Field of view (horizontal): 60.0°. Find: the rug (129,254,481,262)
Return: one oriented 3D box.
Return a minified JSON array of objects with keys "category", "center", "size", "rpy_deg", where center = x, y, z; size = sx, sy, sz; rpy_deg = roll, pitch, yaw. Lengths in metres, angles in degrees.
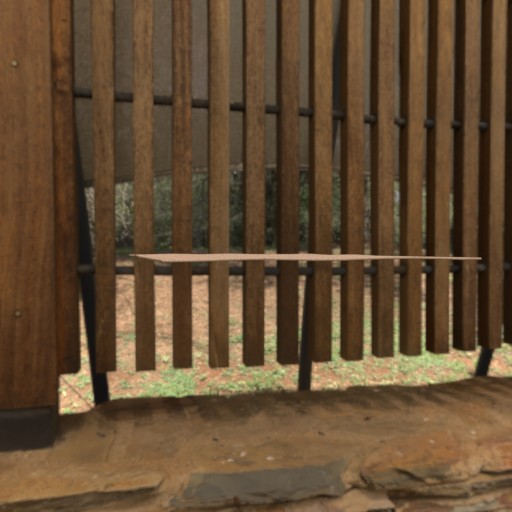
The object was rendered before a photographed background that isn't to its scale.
[{"category":"rug","center":[0.000,0.000,2.383],"size":[1.220,0.013,1.829],"rpy_deg":[0,1,-19]}]
